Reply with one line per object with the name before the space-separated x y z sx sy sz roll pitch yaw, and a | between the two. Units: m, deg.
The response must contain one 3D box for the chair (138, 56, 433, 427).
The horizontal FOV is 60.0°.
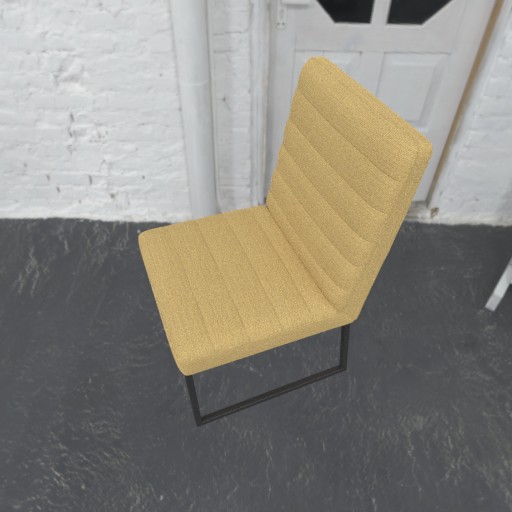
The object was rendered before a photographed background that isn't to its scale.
chair | 0.000 0.000 1.332 0.634 0.930 0.520 -16 48 -15
